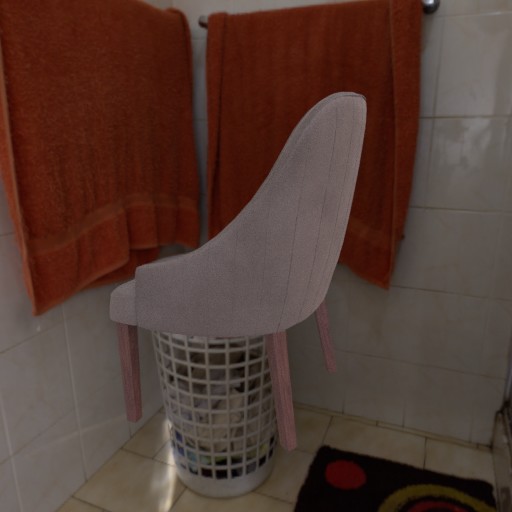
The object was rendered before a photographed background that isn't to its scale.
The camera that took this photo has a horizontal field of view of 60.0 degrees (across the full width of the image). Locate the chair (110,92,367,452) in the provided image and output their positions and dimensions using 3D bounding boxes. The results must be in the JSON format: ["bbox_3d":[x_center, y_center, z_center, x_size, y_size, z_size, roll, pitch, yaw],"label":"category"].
[{"bbox_3d":[0.000,0.000,1.306,0.575,0.889,0.643,7,17,23],"label":"chair"}]
